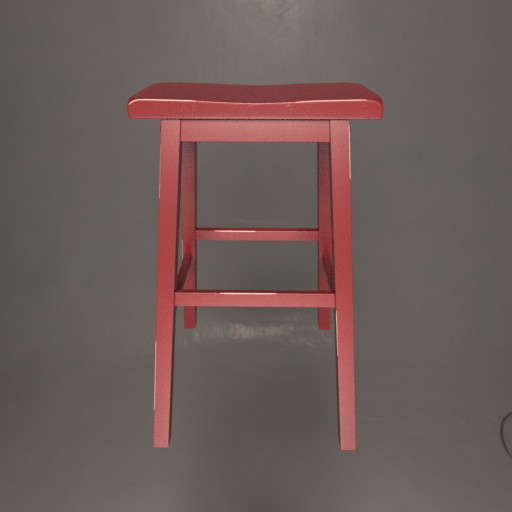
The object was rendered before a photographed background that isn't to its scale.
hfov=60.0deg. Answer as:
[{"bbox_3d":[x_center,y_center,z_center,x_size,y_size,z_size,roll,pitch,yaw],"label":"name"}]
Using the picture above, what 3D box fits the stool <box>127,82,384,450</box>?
[{"bbox_3d":[0.000,0.000,1.038,0.457,0.737,0.476,0,28,1],"label":"stool"}]
